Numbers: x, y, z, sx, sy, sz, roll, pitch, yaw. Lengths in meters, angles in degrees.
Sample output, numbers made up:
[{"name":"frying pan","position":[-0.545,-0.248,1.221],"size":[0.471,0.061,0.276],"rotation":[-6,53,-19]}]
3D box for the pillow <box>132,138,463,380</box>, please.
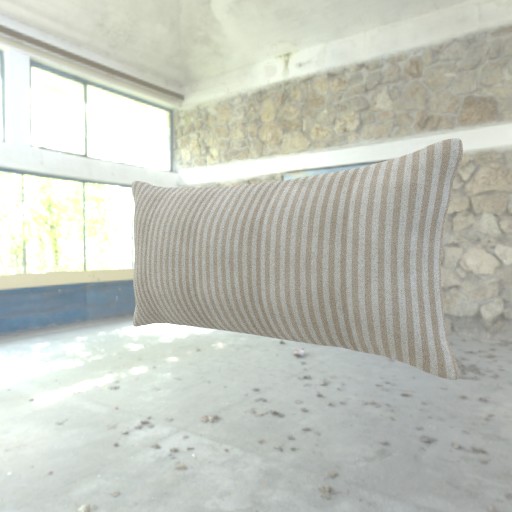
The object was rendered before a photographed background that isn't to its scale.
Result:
[{"name":"pillow","position":[0.000,0.000,0.718],"size":[0.617,0.295,0.151],"rotation":[1,1,36]}]
